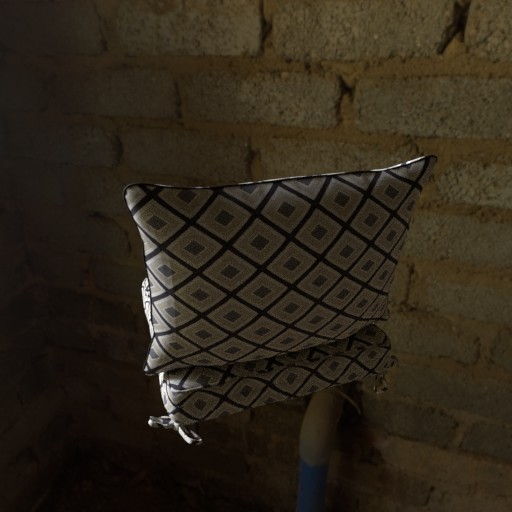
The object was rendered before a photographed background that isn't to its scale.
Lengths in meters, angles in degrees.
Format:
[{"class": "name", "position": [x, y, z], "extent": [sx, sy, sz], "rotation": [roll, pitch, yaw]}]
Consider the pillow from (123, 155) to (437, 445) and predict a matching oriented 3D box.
[{"class": "pillow", "position": [0.000, 0.000, 1.391], "extent": [0.798, 0.722, 0.733], "rotation": [-9, 29, -17]}]
